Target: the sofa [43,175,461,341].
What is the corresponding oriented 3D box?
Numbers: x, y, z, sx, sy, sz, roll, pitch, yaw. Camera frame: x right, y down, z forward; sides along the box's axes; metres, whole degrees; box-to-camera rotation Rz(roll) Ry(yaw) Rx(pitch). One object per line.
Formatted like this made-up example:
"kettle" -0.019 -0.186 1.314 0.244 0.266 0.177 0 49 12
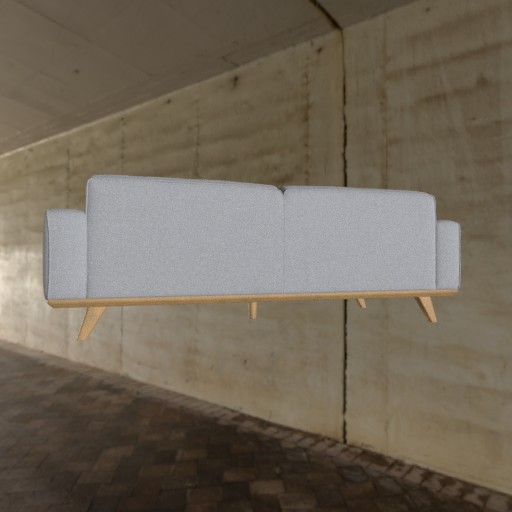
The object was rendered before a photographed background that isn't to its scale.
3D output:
"sofa" 0.000 0.000 2.702 2.270 0.781 0.956 0 0 -17
